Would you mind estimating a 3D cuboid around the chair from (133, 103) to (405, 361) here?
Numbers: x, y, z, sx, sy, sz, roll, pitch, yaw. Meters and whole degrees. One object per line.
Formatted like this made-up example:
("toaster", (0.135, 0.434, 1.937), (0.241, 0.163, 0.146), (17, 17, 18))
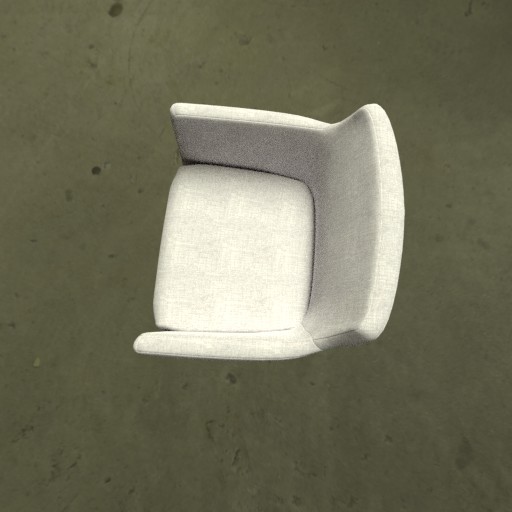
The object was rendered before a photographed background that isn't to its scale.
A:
("chair", (0.000, 0.000, 1.171), (0.540, 0.780, 0.570), (5, 75, 1))
